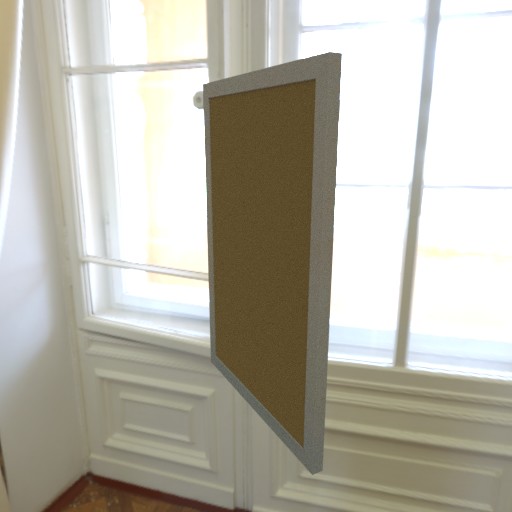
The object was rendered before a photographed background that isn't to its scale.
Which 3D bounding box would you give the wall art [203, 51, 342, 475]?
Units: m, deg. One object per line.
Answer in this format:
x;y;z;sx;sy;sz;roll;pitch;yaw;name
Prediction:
0.000;0.000;1.480;0.038;1.143;0.764;-8;17;-27;wall art
